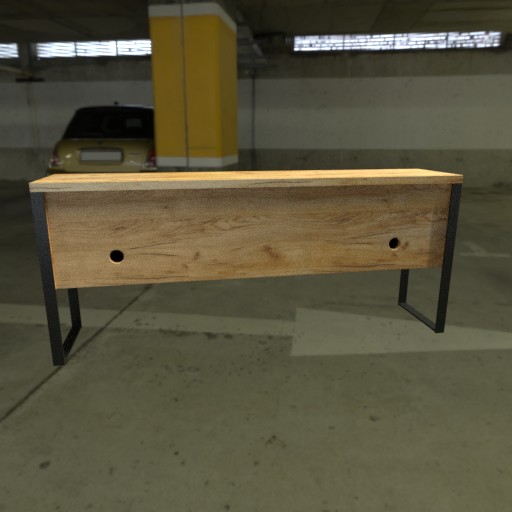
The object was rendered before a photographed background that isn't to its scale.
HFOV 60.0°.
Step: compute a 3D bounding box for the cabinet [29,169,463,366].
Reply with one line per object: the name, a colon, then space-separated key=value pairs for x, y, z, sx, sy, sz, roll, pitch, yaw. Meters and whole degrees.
cabinet: x=0.000 y=0.000 z=2.102 sx=1.800 sy=0.762 sz=0.395 roll=-3 pitch=16 yaw=-10
